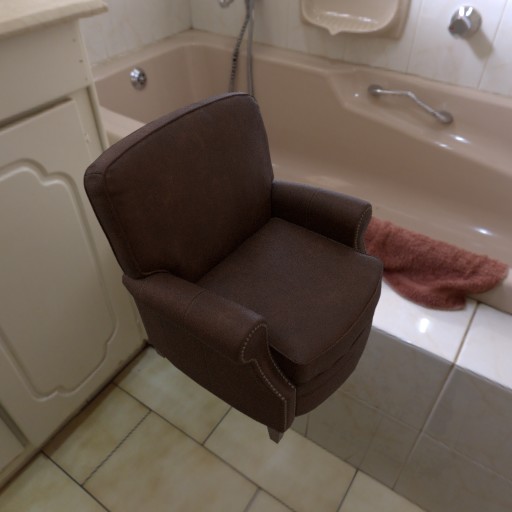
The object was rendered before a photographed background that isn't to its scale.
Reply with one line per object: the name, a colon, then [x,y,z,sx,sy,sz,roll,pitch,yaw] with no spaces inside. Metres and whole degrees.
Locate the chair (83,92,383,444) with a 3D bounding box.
chair: [0.000,0.000,1.765,0.986,1.018,0.936,26,48,26]
